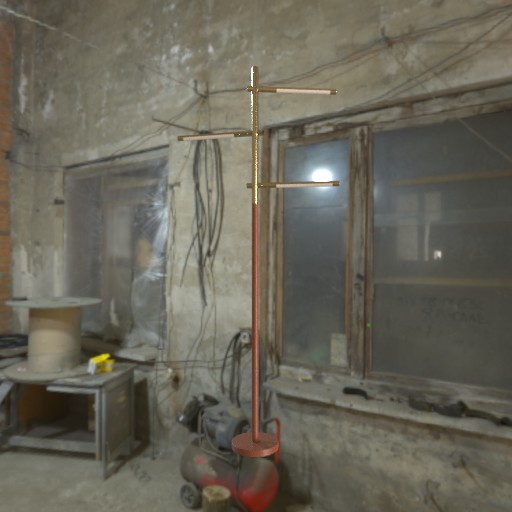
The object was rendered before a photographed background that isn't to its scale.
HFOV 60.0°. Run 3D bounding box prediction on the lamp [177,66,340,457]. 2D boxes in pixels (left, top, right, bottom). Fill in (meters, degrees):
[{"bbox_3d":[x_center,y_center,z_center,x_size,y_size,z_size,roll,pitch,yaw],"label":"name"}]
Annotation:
[{"bbox_3d":[0.000,0.000,1.989,0.737,1.704,0.209,0,-1,0],"label":"lamp"}]
